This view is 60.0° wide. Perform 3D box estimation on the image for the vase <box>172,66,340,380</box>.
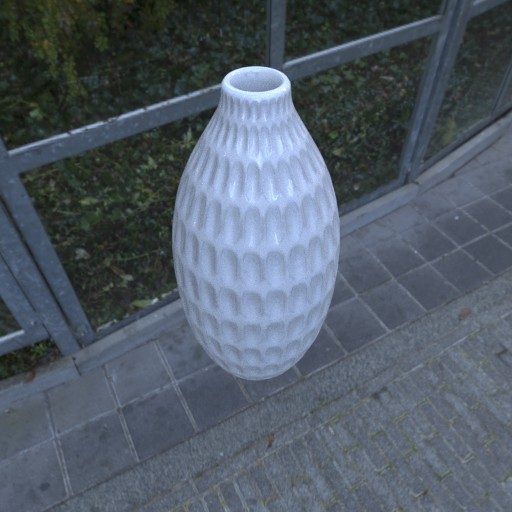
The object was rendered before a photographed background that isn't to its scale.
[{"bbox_3d":[0.000,0.000,0.347,0.127,0.282,0.127,0,46,0],"label":"vase"}]
